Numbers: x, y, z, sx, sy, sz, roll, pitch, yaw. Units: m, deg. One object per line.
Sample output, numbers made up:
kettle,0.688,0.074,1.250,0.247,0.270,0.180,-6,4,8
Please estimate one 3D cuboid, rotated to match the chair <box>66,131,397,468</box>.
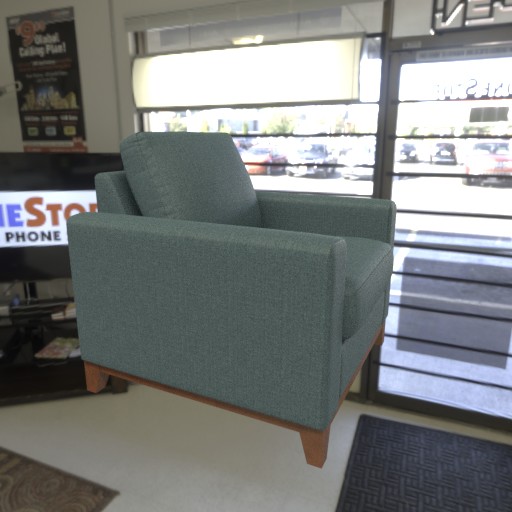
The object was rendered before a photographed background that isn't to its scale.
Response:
chair,0.000,0.000,1.861,1.038,1.010,1.024,7,17,25
